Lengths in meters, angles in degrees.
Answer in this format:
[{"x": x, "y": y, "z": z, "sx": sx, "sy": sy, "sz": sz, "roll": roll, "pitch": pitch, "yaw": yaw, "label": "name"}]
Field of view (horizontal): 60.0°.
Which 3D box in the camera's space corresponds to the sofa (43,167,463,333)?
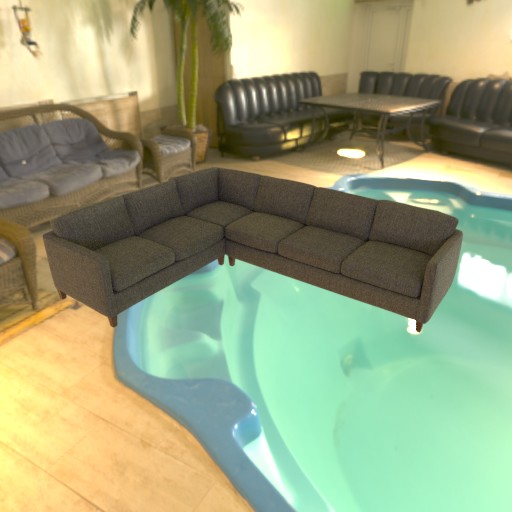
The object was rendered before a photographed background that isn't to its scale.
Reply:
[{"x": 0.000, "y": 0.000, "z": 4.425, "sx": 3.302, "sy": 0.947, "sz": 2.593, "roll": 18, "pitch": 32, "yaw": 32, "label": "sofa"}]
